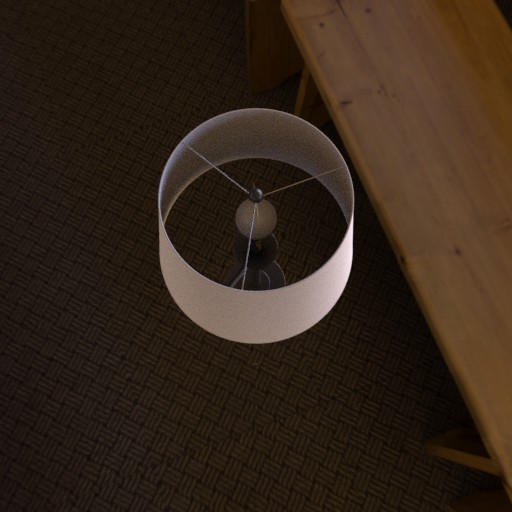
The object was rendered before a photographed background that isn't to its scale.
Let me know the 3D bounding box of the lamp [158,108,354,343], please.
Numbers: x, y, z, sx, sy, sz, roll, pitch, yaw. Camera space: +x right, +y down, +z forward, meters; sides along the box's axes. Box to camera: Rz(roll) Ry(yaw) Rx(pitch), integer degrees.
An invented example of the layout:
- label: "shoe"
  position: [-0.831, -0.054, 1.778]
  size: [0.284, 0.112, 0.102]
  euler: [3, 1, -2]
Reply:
- label: "lamp"
  position: [0.000, 0.000, 0.917]
  size: [0.363, 0.696, 0.363]
  euler: [0, 76, 0]
